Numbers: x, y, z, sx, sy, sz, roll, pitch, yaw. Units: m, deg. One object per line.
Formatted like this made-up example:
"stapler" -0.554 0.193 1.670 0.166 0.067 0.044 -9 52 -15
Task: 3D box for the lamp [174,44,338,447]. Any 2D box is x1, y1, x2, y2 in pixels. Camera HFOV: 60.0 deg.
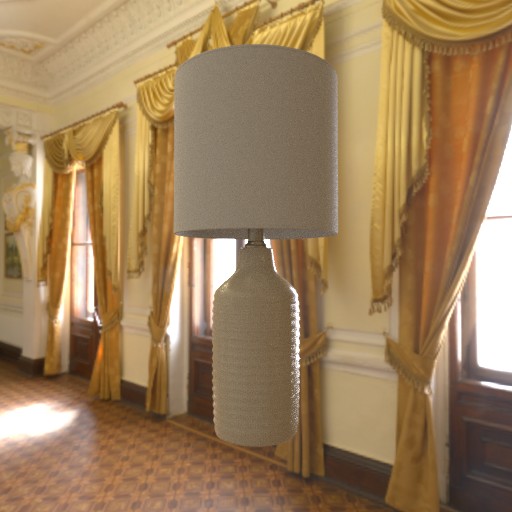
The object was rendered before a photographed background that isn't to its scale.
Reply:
"lamp" 0.000 0.000 0.606 0.220 0.475 0.220 1 -1 -35
